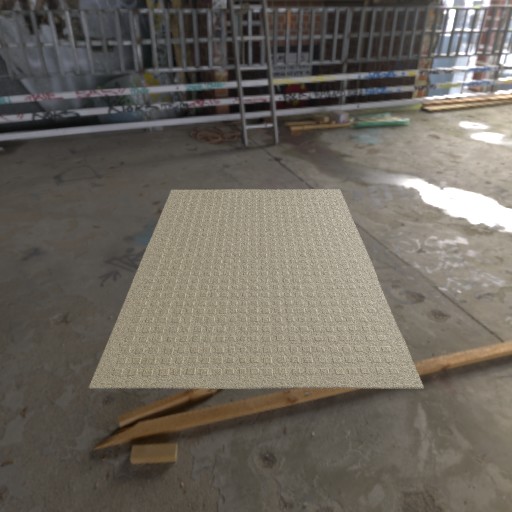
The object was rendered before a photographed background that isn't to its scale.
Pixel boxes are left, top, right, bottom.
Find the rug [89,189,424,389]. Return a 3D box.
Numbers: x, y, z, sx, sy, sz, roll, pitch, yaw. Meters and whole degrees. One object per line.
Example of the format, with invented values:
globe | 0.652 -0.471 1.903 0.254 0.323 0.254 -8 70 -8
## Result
rug | 0.000 0.000 2.252 1.143 0.006 1.747 0 31 0
